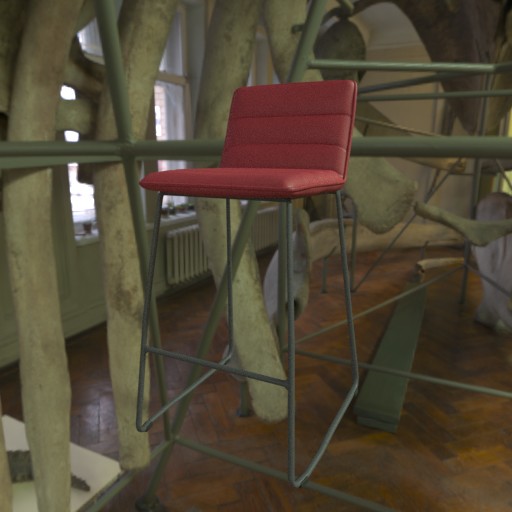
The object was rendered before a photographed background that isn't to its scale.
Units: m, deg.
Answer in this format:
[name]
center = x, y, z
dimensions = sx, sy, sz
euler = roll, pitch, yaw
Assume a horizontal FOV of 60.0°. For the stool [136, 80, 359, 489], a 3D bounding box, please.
[stool]
center = 0.000, 0.000, 1.198
dimensions = 0.489, 0.937, 0.524
euler = 7, 15, 26
